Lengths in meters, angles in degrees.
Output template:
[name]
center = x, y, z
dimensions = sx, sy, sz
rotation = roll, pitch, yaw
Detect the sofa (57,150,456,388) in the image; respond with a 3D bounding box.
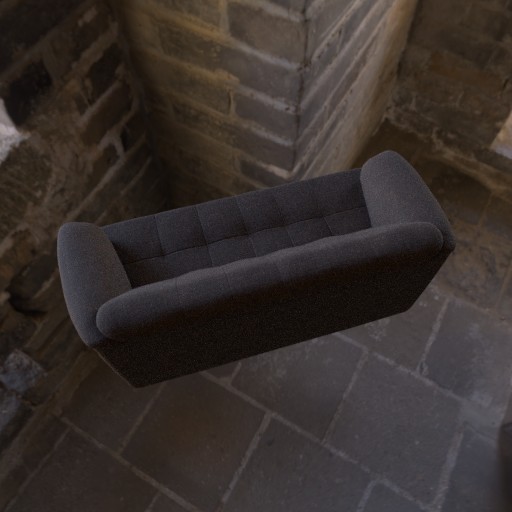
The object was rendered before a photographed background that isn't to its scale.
[sofa]
center = 0.000, 0.000, 2.294
dimensions = 1.849, 0.790, 0.887
rotation = -14, 59, -9
